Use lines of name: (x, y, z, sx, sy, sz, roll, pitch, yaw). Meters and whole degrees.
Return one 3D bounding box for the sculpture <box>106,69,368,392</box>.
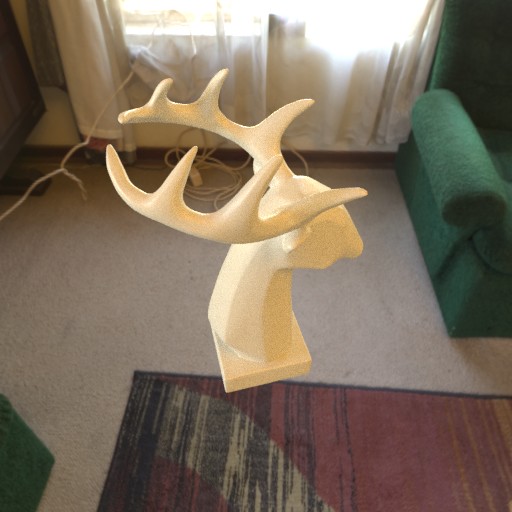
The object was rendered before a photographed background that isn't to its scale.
sculpture: (0.000, 0.000, 0.440, 0.224, 0.329, 0.174, -10, 46, -10)
